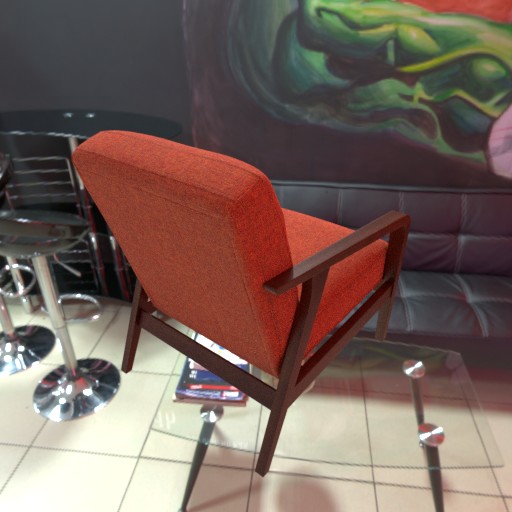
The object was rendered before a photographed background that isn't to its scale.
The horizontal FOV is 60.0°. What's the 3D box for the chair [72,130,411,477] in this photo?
[{"bbox_3d":[0.000,0.000,1.481,0.719,0.890,0.860,22,36,34],"label":"chair"}]
